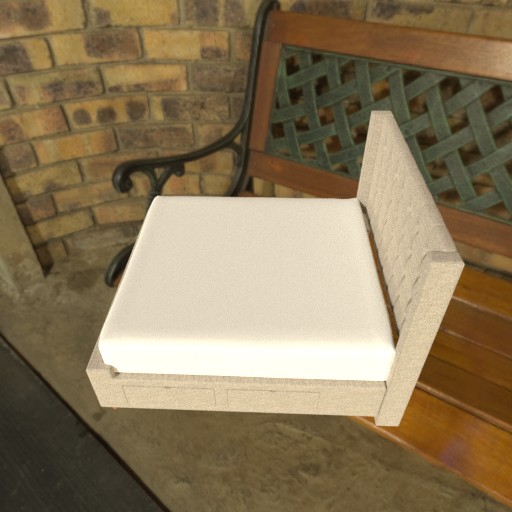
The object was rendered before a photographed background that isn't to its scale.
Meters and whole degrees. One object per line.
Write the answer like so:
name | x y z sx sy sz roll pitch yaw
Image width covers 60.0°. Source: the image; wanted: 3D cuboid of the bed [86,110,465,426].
bed | 0.000 0.000 3.750 2.372 1.748 2.044 1 41 2
